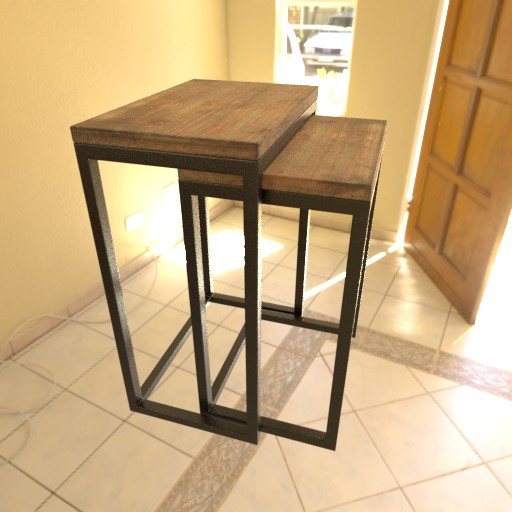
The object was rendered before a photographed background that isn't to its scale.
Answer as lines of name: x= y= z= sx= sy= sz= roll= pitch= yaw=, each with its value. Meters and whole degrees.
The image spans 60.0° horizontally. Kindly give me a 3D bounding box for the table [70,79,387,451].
table: x=0.000 y=0.000 z=0.934 sx=0.460 sy=0.615 sz=0.456 roll=10 pitch=32 yaw=17
